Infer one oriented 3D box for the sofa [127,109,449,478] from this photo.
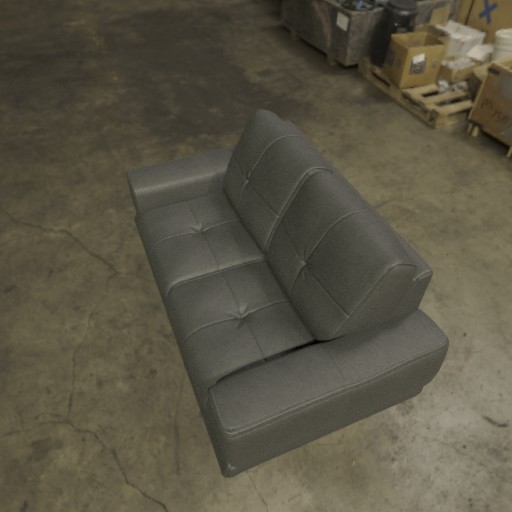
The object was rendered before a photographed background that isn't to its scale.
[{"bbox_3d":[0.000,0.000,2.302,1.018,0.907,1.806,-17,48,-16],"label":"sofa"}]
